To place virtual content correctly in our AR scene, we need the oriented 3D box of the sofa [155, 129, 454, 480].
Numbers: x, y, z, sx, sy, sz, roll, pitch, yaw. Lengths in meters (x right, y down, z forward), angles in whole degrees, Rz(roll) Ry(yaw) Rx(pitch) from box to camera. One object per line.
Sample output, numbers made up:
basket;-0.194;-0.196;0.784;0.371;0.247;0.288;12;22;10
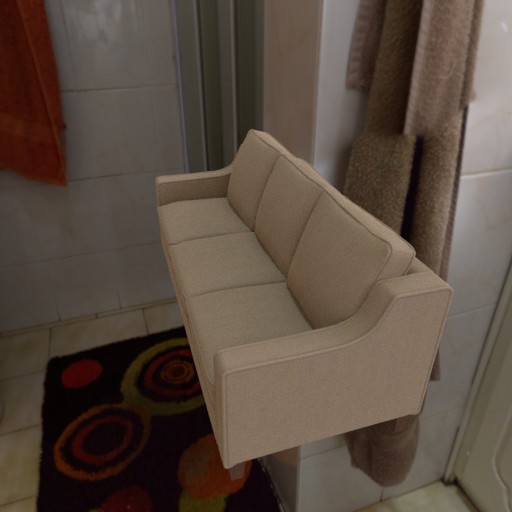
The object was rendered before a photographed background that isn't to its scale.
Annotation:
sofa;0.000;0.000;2.493;0.911;0.974;1.986;-9;31;-15
